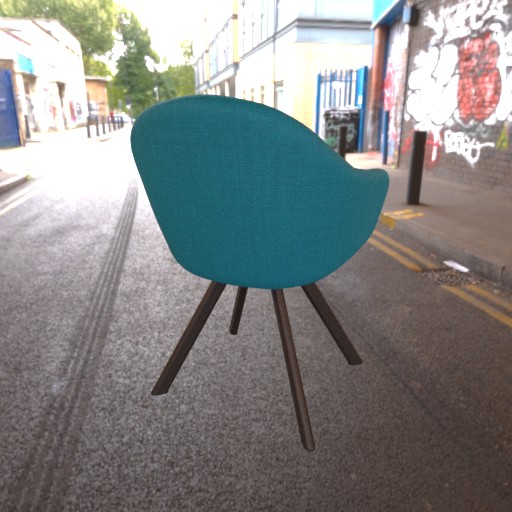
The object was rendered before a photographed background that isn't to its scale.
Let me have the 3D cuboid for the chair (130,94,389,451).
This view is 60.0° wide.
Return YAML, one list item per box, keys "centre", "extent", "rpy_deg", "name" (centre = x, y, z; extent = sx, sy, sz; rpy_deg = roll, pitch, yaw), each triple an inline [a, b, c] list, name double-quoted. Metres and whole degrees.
- centre: [0.000, 0.000, 1.181]
  extent: [0.590, 0.795, 0.550]
  rpy_deg: [9, 20, 26]
  name: "chair"
